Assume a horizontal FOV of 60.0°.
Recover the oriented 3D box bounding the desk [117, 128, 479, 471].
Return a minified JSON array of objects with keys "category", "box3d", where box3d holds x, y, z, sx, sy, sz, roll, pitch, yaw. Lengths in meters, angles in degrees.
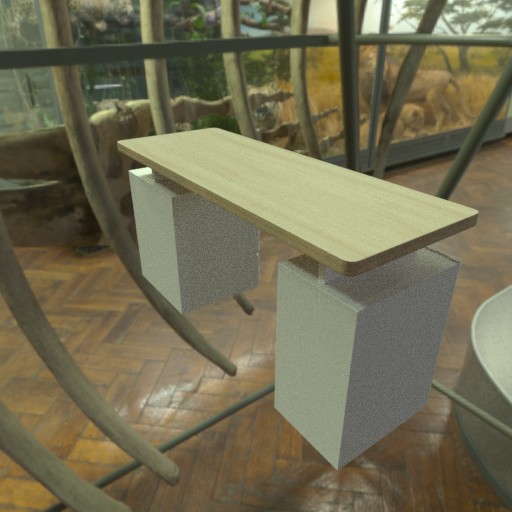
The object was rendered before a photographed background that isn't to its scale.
[{"category":"desk","box3d":[0.000,0.000,1.863,0.550,0.755,1.500,-18,33,-31]}]
